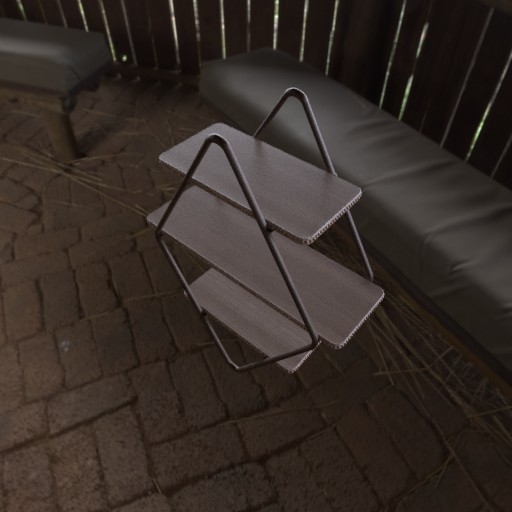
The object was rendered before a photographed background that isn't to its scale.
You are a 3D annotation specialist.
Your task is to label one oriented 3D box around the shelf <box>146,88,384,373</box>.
[{"bbox_3d":[0.000,0.000,1.081,0.609,0.774,0.234,32,54,27],"label":"shelf"}]
